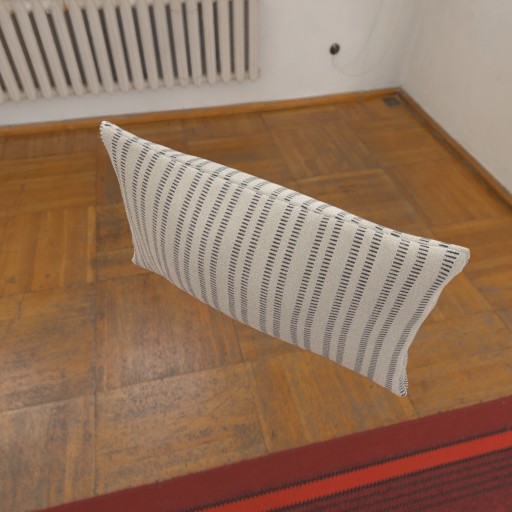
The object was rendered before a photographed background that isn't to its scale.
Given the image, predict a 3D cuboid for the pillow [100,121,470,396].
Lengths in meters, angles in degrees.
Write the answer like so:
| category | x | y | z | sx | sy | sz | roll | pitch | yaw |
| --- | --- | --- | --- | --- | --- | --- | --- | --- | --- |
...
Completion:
| category | x | y | z | sx | sy | sz | roll | pitch | yaw |
| --- | --- | --- | --- | --- | --- | --- | --- | --- | --- |
| pillow | 0.000 | 0.000 | 0.790 | 0.640 | 0.353 | 0.210 | 23 | 50 | 21 |
